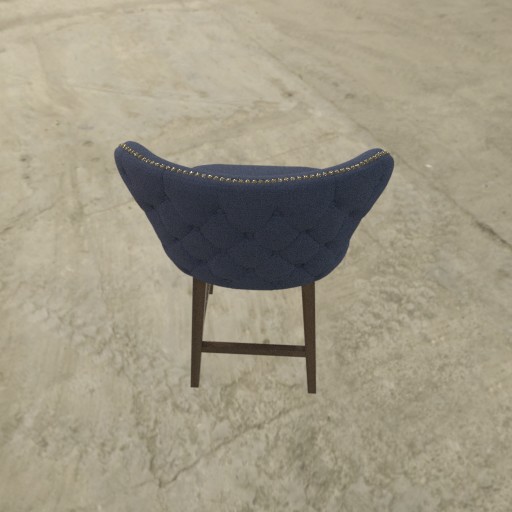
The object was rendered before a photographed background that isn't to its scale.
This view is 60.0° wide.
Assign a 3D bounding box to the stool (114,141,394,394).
[{"bbox_3d":[0.000,0.000,1.368,0.615,0.972,0.597,2,45,2],"label":"stool"}]
